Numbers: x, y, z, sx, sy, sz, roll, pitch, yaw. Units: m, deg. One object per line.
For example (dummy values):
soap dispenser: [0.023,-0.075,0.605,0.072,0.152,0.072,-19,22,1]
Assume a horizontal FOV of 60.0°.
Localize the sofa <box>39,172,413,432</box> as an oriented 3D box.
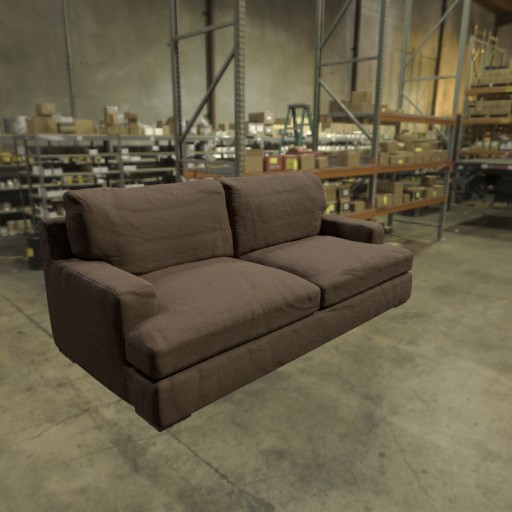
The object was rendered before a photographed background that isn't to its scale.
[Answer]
sofa: [0.000,0.000,2.857,2.274,0.950,1.140,-14,21,-43]
